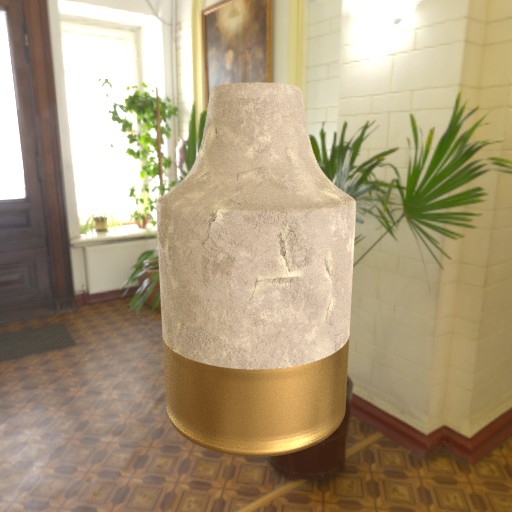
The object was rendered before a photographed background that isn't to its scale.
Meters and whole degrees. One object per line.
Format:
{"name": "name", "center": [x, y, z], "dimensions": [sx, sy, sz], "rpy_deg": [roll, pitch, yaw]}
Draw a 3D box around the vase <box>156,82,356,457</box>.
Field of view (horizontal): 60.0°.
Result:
{"name": "vase", "center": [0.000, 0.000, 0.428], "dimensions": [0.184, 0.305, 0.184], "rpy_deg": [0, 13, 0]}
